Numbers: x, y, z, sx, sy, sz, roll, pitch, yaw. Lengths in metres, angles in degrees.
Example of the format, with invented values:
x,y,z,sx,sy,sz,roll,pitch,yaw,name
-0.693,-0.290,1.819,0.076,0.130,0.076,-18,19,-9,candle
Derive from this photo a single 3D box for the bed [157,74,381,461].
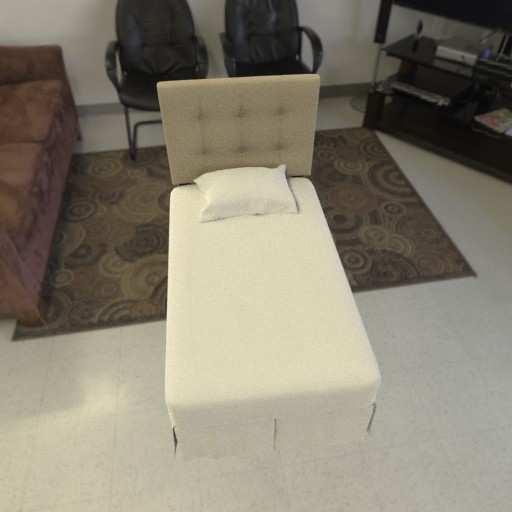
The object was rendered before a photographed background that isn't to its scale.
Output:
x,y,z,sx,sy,sz,roll,pitch,yaw,name
0.000,0.000,2.939,1.261,1.571,1.997,-5,45,-5,bed
